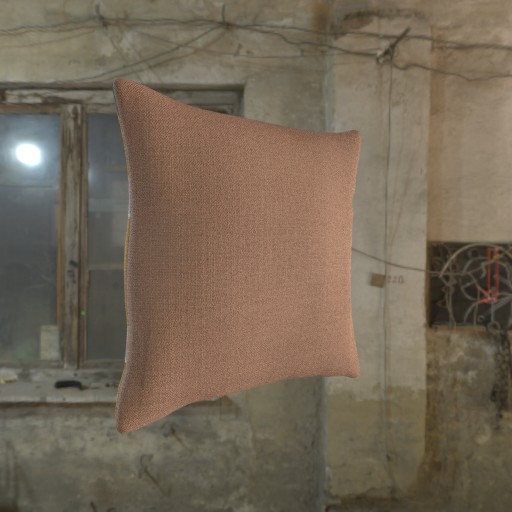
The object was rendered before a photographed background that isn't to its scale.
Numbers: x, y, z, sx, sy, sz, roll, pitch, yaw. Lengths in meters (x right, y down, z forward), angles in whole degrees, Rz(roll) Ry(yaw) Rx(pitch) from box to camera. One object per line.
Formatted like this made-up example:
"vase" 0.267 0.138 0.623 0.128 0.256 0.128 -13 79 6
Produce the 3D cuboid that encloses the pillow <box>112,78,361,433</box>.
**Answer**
"pillow" 0.000 0.000 0.734 0.478 0.479 0.158 -1 1 -35
